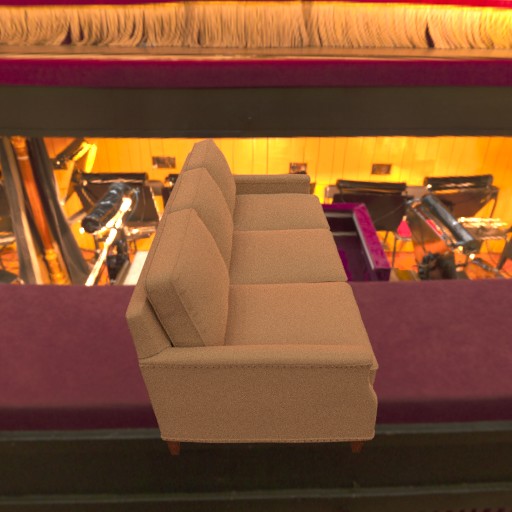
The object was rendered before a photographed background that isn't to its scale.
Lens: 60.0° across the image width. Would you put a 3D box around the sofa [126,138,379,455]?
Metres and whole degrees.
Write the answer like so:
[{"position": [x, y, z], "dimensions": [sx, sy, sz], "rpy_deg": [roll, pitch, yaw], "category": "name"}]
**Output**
[{"position": [0.000, 0.000, 2.842], "dimensions": [1.084, 1.003, 2.246], "rpy_deg": [0, 30, -1], "category": "sofa"}]
